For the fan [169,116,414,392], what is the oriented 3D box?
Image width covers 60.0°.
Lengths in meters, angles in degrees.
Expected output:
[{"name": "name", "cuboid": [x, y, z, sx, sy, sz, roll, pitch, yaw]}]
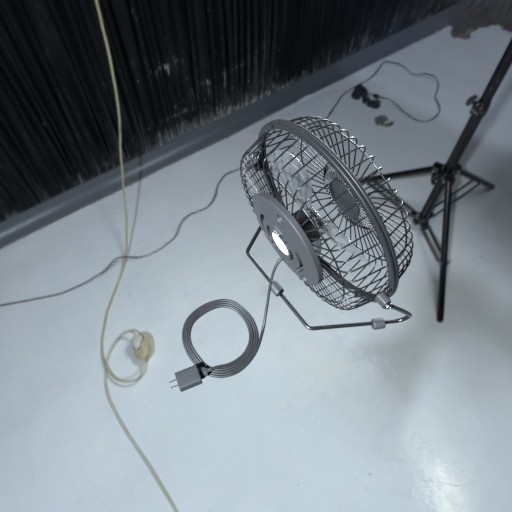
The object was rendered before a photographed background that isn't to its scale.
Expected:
[{"name": "fan", "cuboid": [0.000, 0.000, 0.374, 0.227, 0.188, 0.209, -31, 63, -17]}]
